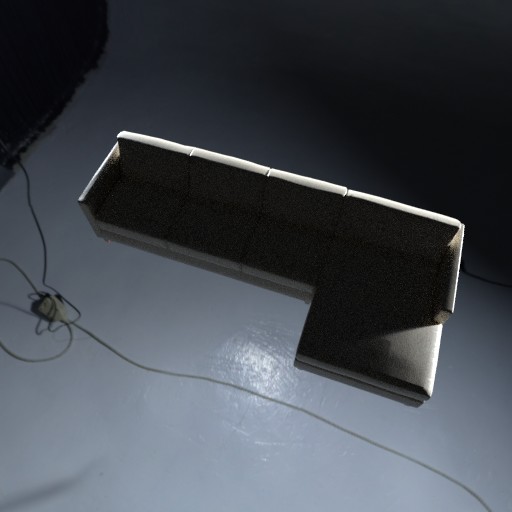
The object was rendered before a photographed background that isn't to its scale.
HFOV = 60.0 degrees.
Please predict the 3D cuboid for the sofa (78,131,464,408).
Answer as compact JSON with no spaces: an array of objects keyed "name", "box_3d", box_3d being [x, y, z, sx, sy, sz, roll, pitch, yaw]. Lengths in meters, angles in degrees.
[{"name":"sofa","box_3d":[0.000,0.000,4.137,3.471,0.954,1.603,17,61,10]}]
